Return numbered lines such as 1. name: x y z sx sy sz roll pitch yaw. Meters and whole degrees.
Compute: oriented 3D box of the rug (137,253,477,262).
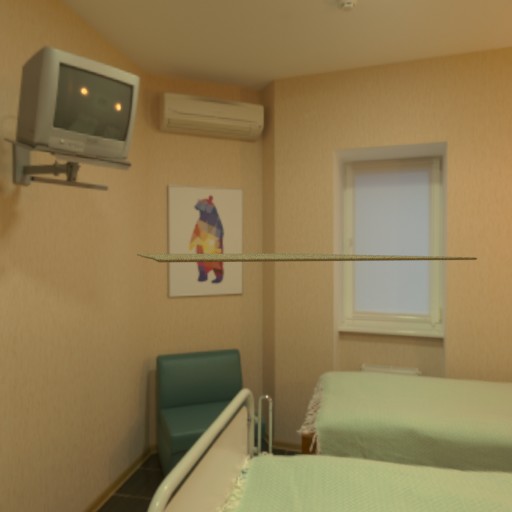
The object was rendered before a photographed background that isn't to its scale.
1. rug: 0.000 0.000 3.110 1.540 0.012 2.448 0 1 -17
